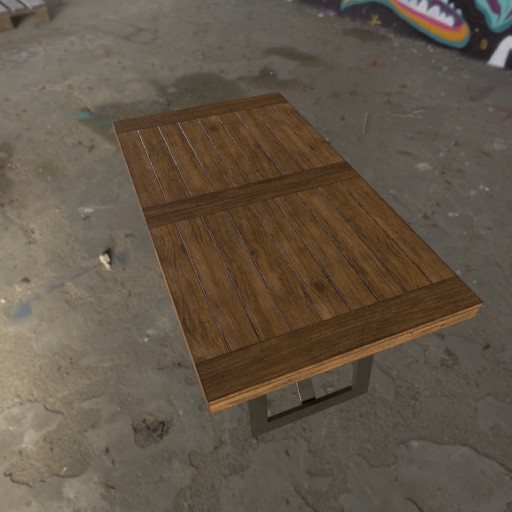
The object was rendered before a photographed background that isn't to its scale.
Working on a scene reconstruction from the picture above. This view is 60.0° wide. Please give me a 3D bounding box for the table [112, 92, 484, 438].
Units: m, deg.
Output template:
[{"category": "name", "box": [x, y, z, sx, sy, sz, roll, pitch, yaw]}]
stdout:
[{"category": "table", "box": [0.000, 0.000, 2.118, 0.931, 0.757, 1.641, -16, 47, -15]}]
